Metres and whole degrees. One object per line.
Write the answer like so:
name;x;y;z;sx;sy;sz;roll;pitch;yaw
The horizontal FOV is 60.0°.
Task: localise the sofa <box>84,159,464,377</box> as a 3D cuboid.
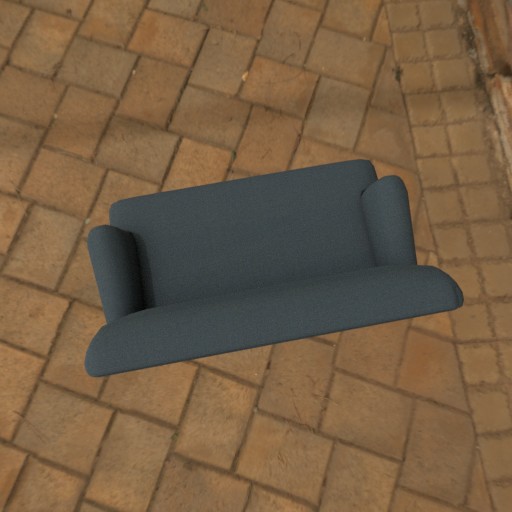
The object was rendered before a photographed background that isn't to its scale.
sofa;0.000;0.000;1.836;1.297;0.889;0.779;-10;75;-3
